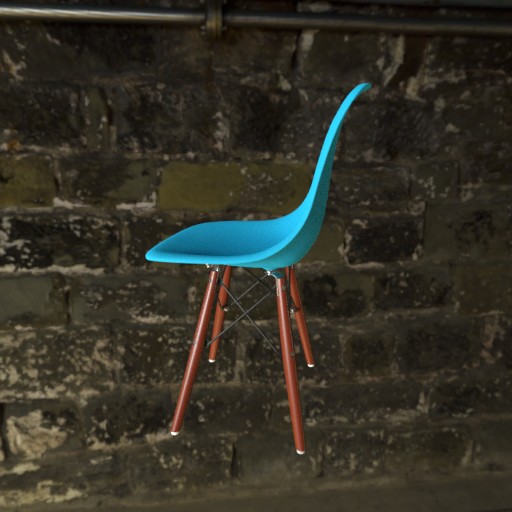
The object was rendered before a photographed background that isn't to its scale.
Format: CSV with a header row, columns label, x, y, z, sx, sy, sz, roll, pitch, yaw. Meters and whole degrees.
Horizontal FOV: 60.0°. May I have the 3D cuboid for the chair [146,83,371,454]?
label,x,y,z,sx,sy,sz,roll,pitch,yaw
chair,0.000,0.000,1.158,0.533,0.826,0.470,2,15,8
